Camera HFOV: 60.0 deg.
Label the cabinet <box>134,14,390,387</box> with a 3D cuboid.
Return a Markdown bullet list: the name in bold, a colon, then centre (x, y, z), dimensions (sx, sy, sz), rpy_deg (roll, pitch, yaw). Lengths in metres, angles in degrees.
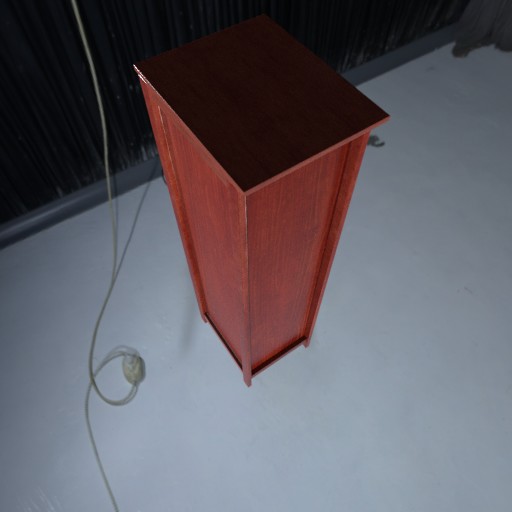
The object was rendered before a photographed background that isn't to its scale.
- **cabinet**: centre (0.000, 0.000, 1.702), dimensions (0.401, 1.518, 0.500), rpy_deg (-30, 63, -17)
